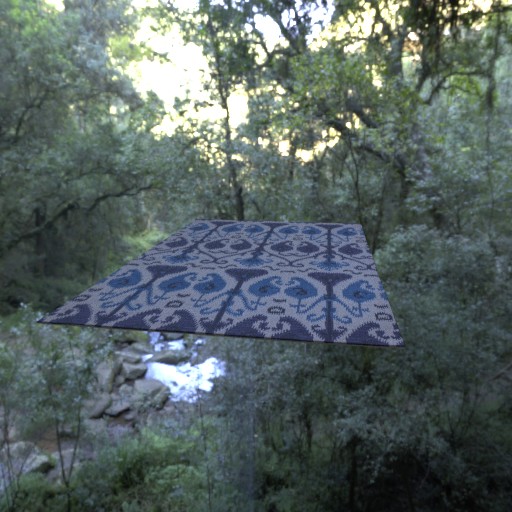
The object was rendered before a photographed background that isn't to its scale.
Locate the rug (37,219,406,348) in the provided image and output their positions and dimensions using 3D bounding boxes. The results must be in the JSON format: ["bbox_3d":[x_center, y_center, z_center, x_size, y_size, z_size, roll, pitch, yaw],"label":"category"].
[{"bbox_3d":[0.000,0.000,2.052,1.072,0.013,1.698,2,15,9],"label":"rug"}]
